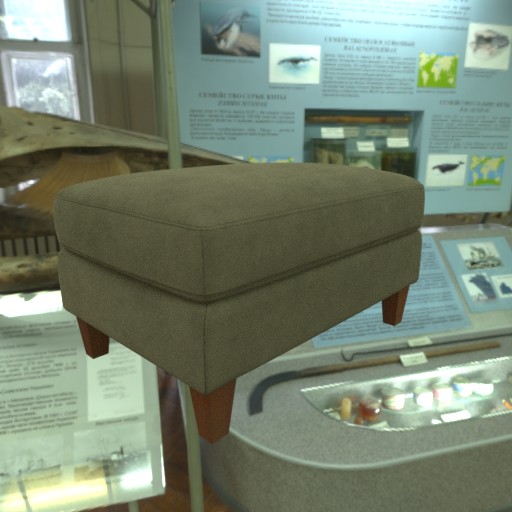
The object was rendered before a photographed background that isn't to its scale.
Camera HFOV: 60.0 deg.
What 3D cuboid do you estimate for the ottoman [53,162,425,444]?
[{"bbox_3d":[0.000,0.000,1.207,0.584,0.483,0.864,15,21,42],"label":"ottoman"}]
